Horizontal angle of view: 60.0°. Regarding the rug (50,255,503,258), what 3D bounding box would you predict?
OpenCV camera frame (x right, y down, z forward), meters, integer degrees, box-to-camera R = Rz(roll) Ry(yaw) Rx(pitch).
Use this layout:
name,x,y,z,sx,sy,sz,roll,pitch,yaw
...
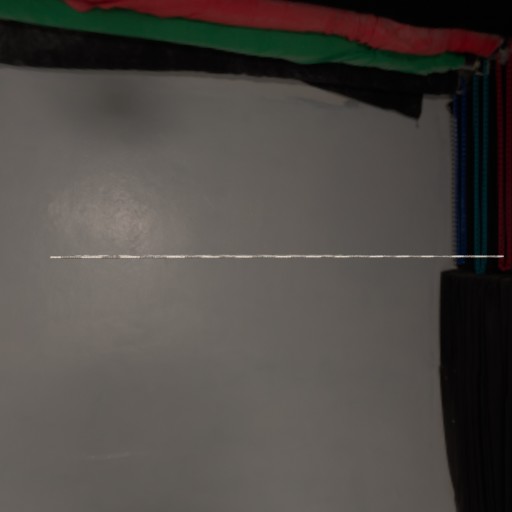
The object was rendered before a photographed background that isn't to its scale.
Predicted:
name,x,y,z,sx,sy,sz,roll,pitch,yaw
rug,0.000,0.000,3.931,3.021,0.013,2.432,0,0,-17
